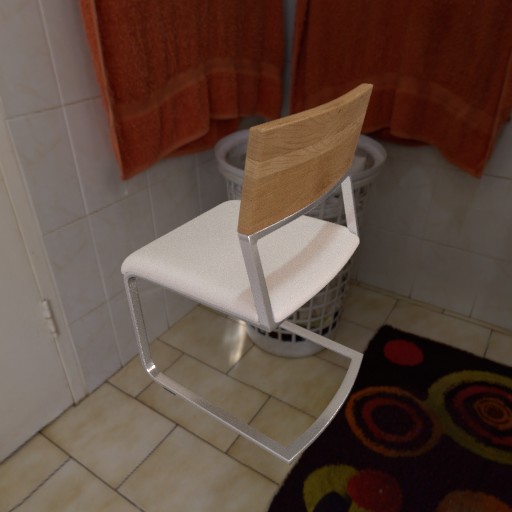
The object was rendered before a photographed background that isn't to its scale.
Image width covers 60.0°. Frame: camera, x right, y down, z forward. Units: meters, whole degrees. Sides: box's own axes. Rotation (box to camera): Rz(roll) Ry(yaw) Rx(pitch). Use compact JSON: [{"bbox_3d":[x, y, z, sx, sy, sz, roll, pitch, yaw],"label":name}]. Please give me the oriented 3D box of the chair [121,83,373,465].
[{"bbox_3d":[0.000,0.000,1.191,0.585,0.844,0.467,20,37,29],"label":"chair"}]
